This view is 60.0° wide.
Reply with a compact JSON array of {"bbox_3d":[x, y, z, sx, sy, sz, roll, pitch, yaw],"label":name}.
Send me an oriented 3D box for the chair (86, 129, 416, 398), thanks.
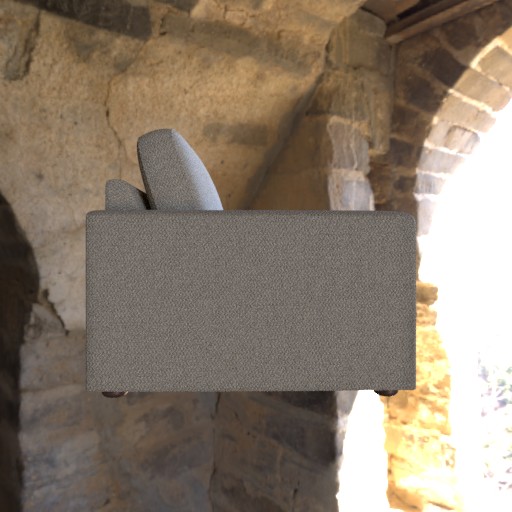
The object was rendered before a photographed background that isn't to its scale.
[{"bbox_3d":[0.000,0.000,1.795,1.016,0.873,1.005,0,0,-1],"label":"chair"}]
